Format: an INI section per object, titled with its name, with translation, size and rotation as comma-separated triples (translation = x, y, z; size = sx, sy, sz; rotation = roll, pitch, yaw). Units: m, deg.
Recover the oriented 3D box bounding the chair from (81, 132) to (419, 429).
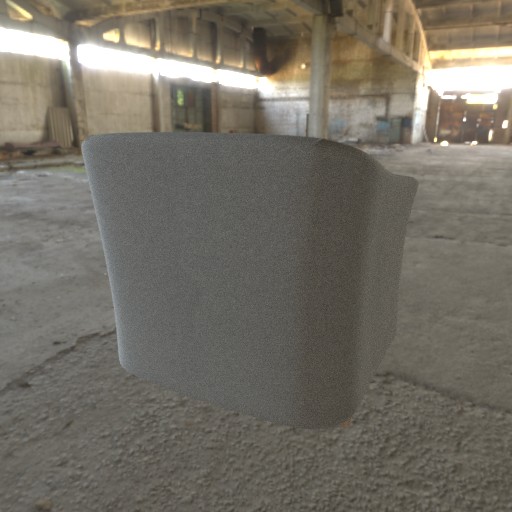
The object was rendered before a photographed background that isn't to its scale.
[chair]
translation = 0.000, 0.000, 1.322
size = 0.790, 0.720, 0.700
rotation = 8, 19, 26
